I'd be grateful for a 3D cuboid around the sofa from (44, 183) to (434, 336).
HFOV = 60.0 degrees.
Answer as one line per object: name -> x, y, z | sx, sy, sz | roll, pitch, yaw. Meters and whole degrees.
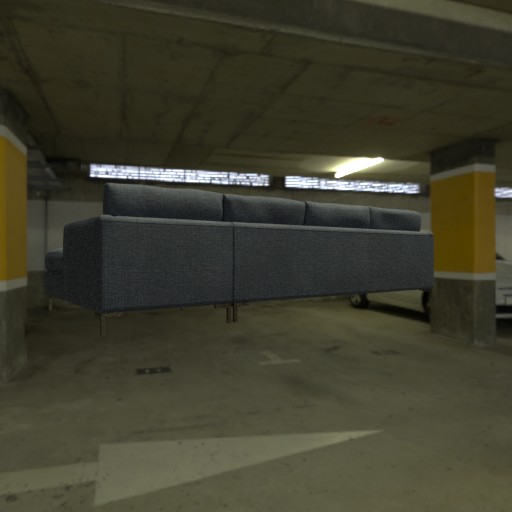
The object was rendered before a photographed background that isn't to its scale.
sofa -> 0.000, 0.000, 3.585 | 2.932, 0.810, 1.350 | 0, 0, -35
